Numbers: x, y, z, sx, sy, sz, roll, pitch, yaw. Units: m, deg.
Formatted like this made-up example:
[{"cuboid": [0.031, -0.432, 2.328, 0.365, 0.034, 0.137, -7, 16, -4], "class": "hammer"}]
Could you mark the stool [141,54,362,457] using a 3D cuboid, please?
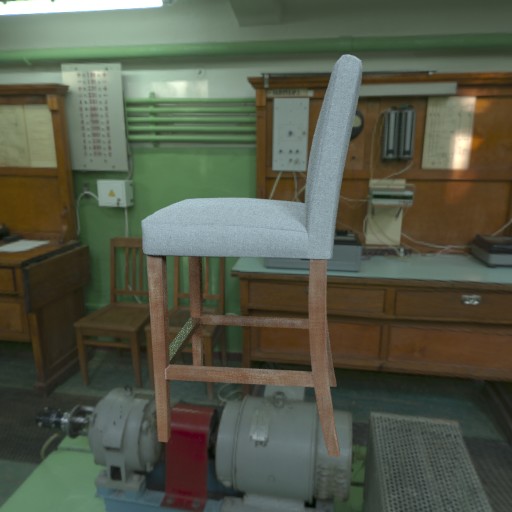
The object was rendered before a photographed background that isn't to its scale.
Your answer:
[{"cuboid": [0.000, 0.000, 1.379, 0.570, 1.088, 0.439, 2, 15, 8], "class": "stool"}]
